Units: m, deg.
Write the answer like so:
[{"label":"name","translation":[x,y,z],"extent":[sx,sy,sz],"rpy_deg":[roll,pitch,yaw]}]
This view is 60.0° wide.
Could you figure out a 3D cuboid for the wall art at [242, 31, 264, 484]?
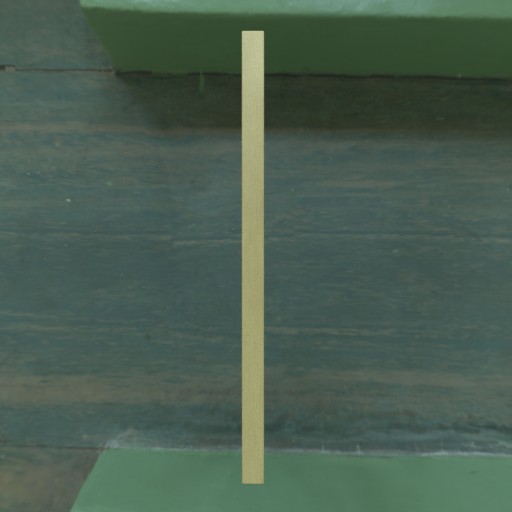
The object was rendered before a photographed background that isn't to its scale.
[{"label":"wall art","translation":[0.000,0.000,1.126],"extent":[0.037,0.763,0.763],"rpy_deg":[0,91,1]}]
